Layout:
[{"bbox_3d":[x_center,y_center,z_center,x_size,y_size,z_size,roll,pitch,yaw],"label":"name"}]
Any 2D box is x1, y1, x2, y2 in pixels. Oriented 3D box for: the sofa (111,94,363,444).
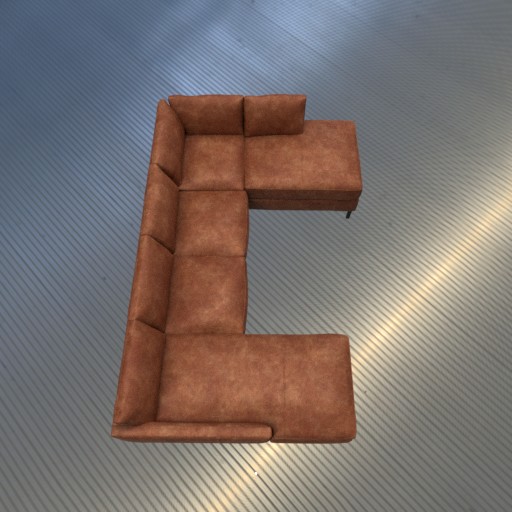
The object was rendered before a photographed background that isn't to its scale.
[{"bbox_3d":[0.000,0.000,3.794,1.939,0.900,2.956,0,64,0],"label":"sofa"}]
